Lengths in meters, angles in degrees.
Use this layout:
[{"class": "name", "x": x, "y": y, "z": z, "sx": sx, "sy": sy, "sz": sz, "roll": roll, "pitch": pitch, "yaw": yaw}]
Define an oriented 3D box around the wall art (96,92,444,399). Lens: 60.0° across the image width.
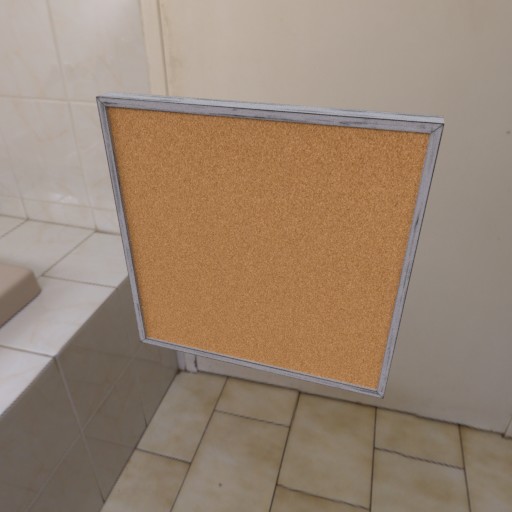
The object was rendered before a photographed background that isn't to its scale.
[{"class": "wall art", "x": 0.000, "y": 0.000, "z": 0.766, "sx": 0.506, "sy": 0.506, "sz": 0.038, "roll": 9, "pitch": 33, "yaw": 15}]
